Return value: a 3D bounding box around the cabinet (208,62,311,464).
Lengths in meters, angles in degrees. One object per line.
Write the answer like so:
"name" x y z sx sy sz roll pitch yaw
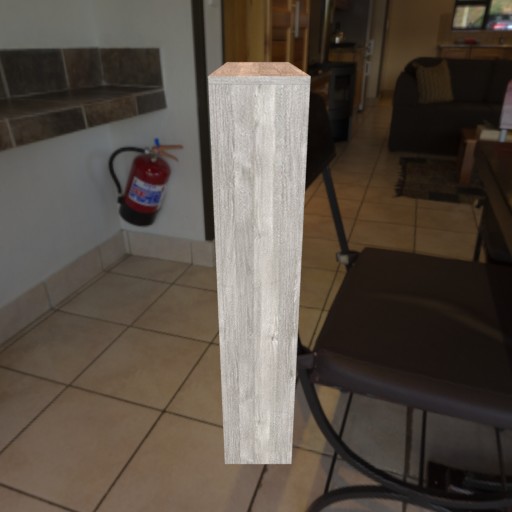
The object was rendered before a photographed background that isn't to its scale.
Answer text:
"cabinet" 0.000 0.000 1.634 0.250 1.280 0.750 0 26 0
